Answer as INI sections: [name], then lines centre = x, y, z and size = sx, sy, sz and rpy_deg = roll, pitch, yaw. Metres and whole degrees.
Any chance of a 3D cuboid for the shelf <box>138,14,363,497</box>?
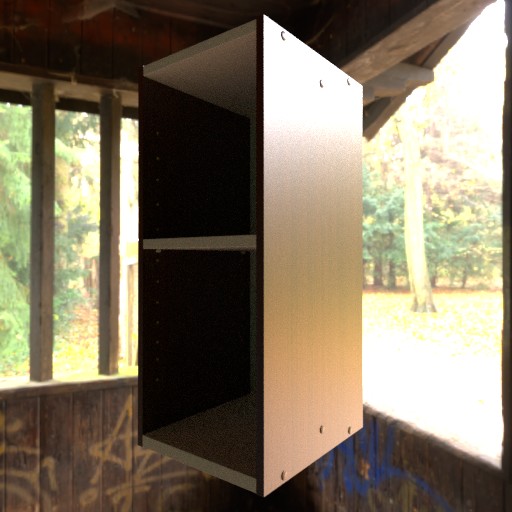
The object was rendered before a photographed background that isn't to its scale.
[shelf]
centre = 0.000, 0.000, 0.742
size = 0.253, 0.600, 0.290
rpy_deg = 0, 0, 38
